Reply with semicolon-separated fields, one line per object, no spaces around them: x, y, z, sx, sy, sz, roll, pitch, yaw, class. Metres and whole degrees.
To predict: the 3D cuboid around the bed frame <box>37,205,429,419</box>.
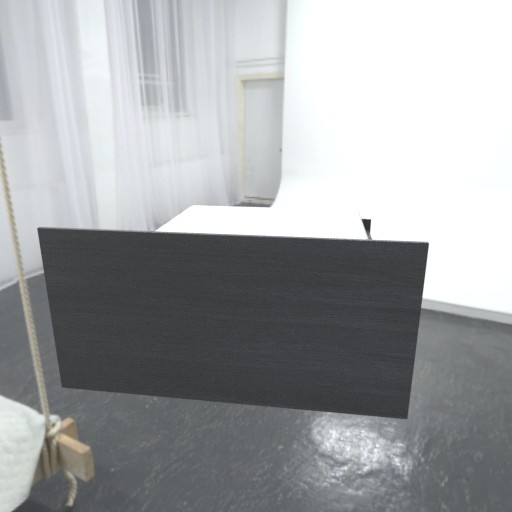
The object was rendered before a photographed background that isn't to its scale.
0.000;0.000;2.846;1.622;0.800;1.960;3;18;8;bed frame
